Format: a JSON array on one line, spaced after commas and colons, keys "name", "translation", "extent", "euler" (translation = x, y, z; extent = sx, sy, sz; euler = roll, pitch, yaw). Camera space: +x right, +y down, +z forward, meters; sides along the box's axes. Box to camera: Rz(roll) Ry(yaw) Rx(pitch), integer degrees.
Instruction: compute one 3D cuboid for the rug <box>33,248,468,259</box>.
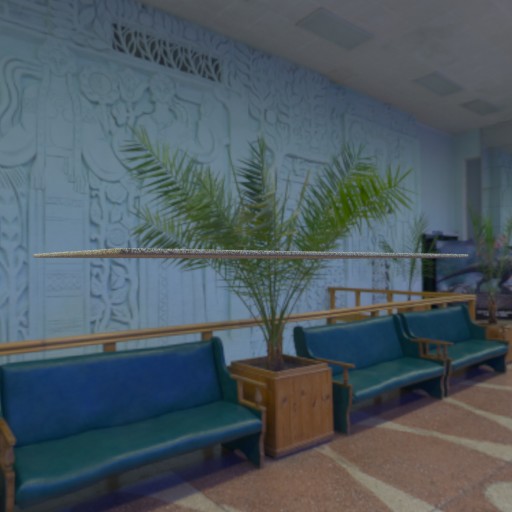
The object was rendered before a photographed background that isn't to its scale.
[{"name": "rug", "translation": [0.000, 0.000, 3.305], "extent": [2.699, 0.025, 1.800], "euler": [1, -1, -37]}]
